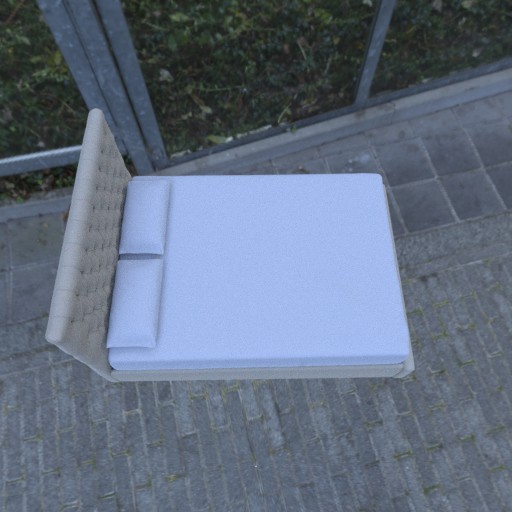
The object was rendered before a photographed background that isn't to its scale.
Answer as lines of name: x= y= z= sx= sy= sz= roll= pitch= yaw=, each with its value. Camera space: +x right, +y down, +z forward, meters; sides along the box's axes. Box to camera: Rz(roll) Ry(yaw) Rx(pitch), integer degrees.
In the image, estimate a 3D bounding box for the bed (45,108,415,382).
bed: x=0.000 y=0.000 z=3.425 sx=2.387 sy=1.427 sz=1.698 roll=-1 pitch=65 yaw=0
